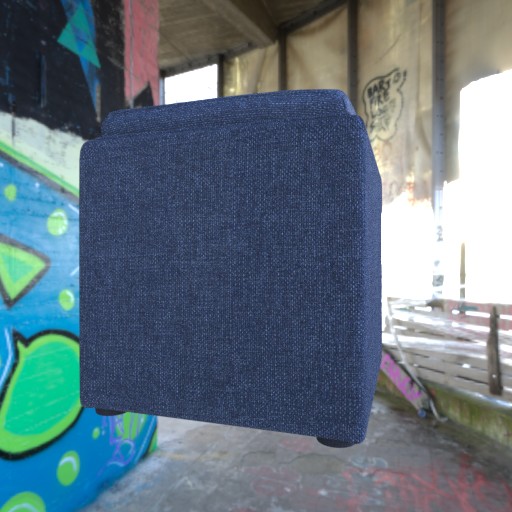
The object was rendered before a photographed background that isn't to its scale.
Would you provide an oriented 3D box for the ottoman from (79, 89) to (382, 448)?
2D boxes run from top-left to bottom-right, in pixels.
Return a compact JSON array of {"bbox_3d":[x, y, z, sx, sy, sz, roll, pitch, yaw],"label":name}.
[{"bbox_3d":[0.000,0.000,0.831,0.436,0.493,0.454,0,0,18],"label":"ottoman"}]
